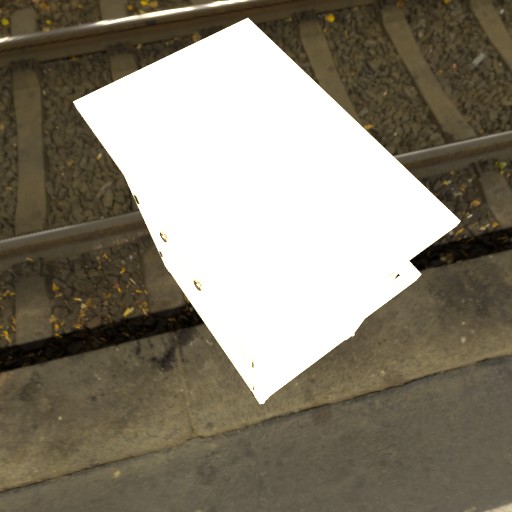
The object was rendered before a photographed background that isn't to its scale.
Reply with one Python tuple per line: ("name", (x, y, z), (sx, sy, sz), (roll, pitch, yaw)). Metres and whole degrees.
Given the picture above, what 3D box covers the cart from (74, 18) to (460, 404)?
("cart", (0.000, 0.000, 1.244), (0.442, 0.864, 0.683), (-33, 69, -14))
